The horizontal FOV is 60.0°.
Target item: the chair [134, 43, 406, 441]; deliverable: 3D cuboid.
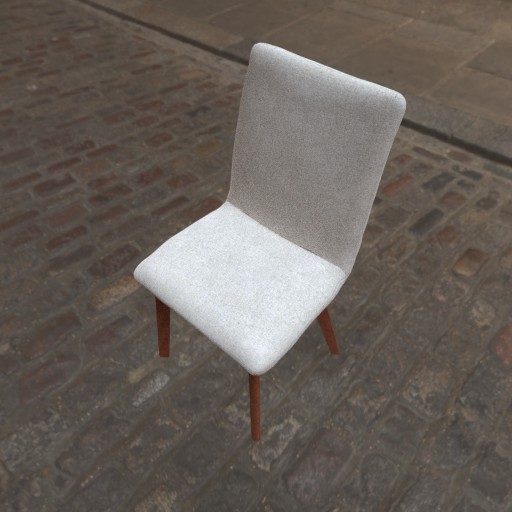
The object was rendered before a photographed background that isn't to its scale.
[{"bbox_3d":[0.000,0.000,1.312,0.522,0.974,0.563,33,55,27],"label":"chair"}]
